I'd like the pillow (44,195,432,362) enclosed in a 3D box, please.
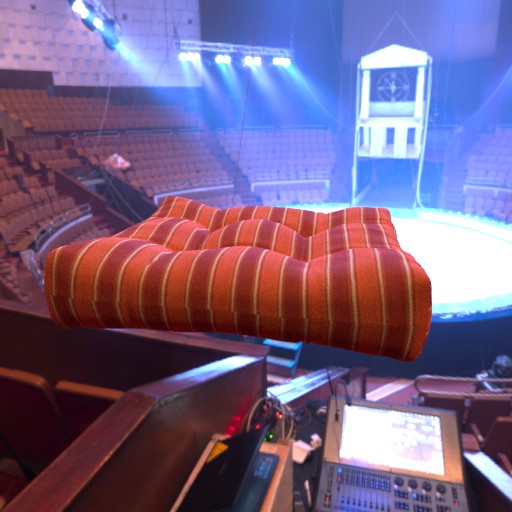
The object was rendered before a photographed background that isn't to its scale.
[{"bbox_3d":[0.000,0.000,0.739,0.490,0.133,0.468,3,16,9],"label":"pillow"}]
